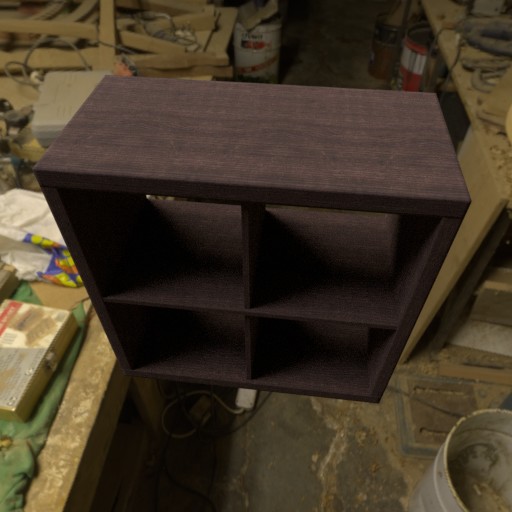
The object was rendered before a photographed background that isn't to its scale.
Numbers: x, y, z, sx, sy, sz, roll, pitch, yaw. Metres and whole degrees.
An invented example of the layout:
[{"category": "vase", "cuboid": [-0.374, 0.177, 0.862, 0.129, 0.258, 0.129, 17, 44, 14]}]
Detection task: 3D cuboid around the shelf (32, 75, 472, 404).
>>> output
[{"category": "shelf", "cuboid": [0.000, 0.000, 1.209, 0.790, 0.786, 0.390, 5, 47, 5]}]
